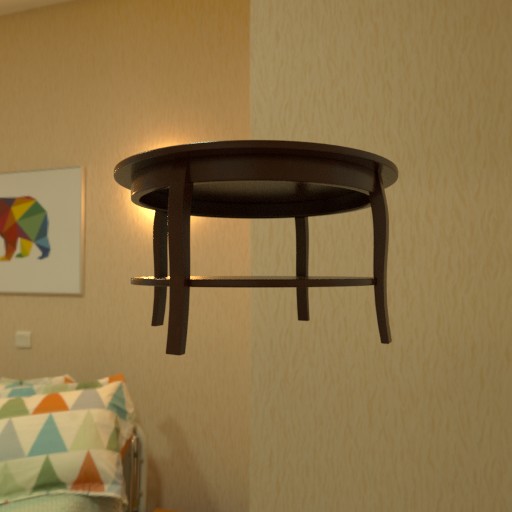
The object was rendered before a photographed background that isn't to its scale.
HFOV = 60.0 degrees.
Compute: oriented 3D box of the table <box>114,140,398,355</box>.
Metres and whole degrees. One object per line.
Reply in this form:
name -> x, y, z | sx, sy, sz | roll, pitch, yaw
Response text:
table -> 0.000, 0.000, 1.480 | 0.911, 0.512, 0.911 | 0, -2, 0
